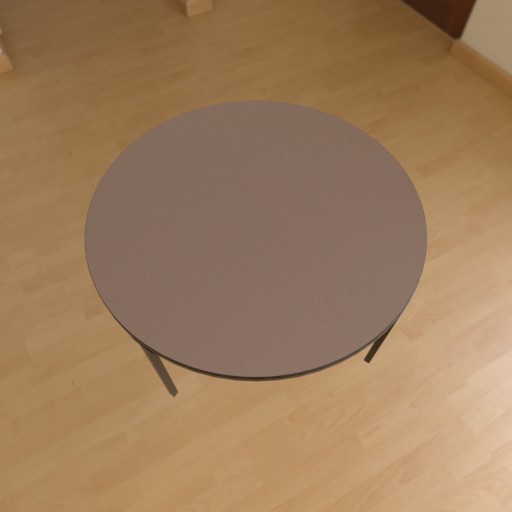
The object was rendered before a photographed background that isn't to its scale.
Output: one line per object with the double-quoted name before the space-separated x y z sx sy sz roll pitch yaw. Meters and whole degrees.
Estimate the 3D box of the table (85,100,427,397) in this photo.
"table" 0.000 0.000 1.222 0.800 0.400 0.800 0 58 0
